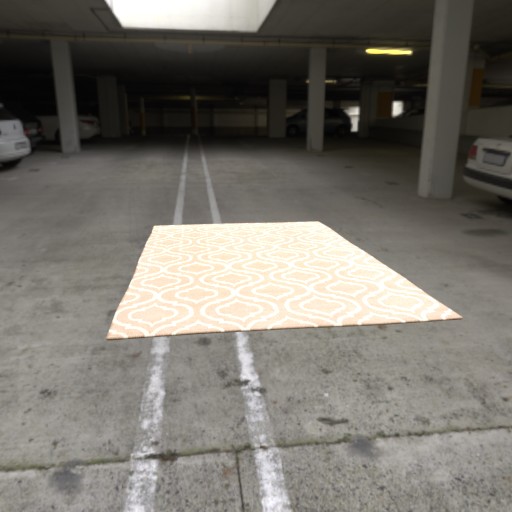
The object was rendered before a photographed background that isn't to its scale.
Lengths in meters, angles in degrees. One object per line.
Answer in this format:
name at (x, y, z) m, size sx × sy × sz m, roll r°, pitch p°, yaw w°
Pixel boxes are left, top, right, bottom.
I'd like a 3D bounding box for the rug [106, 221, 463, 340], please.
rug at (0.000, 0.000, 2.221) m, size 1.152 × 0.013 × 1.761 m, roll -2°, pitch 15°, yaw -8°
